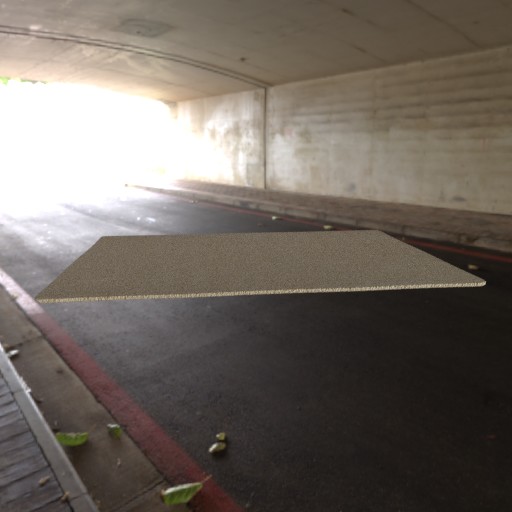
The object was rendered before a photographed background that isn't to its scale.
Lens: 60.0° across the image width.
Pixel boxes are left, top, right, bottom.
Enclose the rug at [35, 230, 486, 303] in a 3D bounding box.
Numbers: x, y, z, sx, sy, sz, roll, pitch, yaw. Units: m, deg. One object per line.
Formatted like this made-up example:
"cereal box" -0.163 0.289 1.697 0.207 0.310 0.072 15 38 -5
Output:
"rug" 0.000 0.000 3.450 2.698 0.025 1.798 -2 14 -7
